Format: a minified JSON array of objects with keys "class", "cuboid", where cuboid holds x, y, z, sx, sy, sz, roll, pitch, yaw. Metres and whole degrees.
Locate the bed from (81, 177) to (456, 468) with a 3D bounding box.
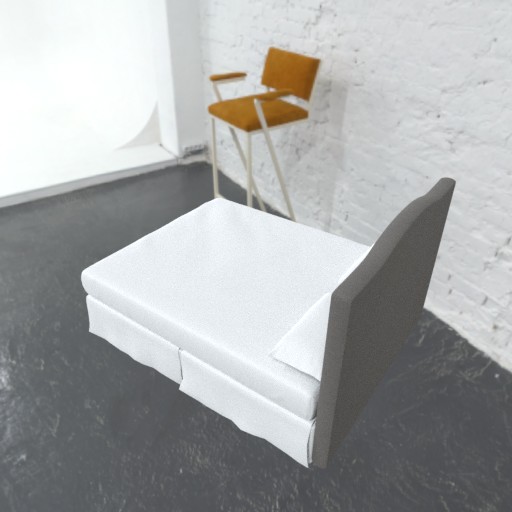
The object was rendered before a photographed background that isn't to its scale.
[{"class":"bed","cuboid":[0.000,0.000,3.463,2.282,1.436,1.821,22,39,30]}]
